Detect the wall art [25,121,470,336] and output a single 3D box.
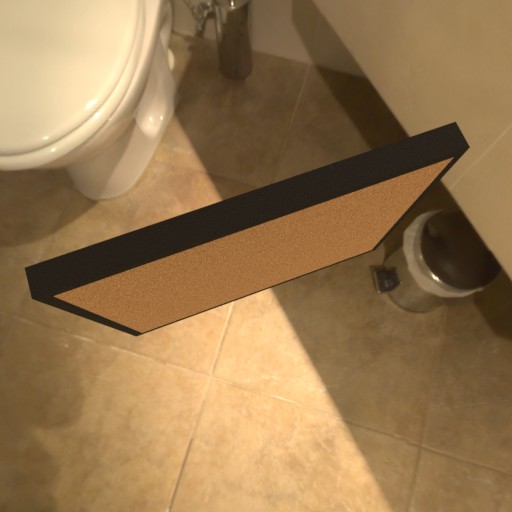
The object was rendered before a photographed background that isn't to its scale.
[{"bbox_3d":[0.000,0.000,0.537,0.397,0.325,0.028,-19,75,-5],"label":"wall art"}]
